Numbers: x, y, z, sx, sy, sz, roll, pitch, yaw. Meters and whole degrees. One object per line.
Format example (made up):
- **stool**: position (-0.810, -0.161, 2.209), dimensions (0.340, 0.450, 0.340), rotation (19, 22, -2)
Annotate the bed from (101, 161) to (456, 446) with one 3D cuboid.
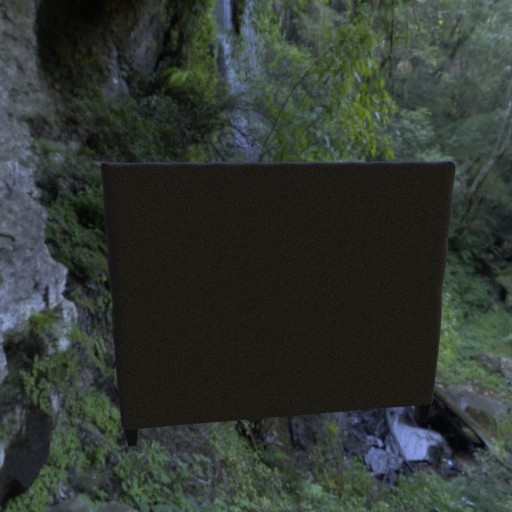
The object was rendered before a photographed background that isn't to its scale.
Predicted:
- **bed**: position (0.000, 0.000, 3.259), dimensions (1.696, 1.426, 2.233), rotation (-2, 14, -8)
